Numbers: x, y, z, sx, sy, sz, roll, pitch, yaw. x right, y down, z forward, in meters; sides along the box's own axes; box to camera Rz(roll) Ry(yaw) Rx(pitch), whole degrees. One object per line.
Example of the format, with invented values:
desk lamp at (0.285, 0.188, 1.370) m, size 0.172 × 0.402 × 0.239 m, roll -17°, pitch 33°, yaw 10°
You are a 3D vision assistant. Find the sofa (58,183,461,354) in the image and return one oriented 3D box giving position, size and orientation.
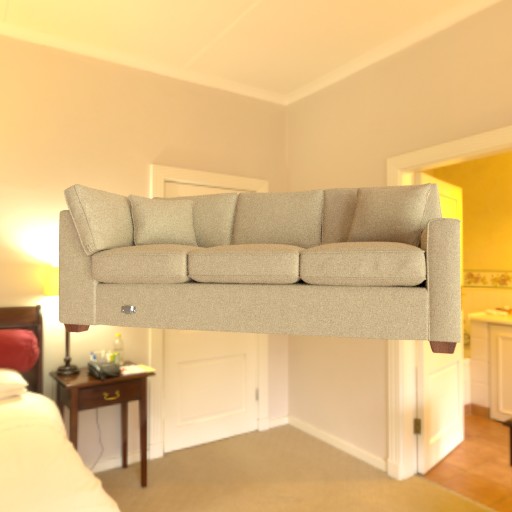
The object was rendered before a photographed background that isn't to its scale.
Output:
sofa at (0.000, 0.000, 2.864) m, size 2.317 × 0.962 × 1.061 m, roll 0°, pitch -1°, yaw 18°
